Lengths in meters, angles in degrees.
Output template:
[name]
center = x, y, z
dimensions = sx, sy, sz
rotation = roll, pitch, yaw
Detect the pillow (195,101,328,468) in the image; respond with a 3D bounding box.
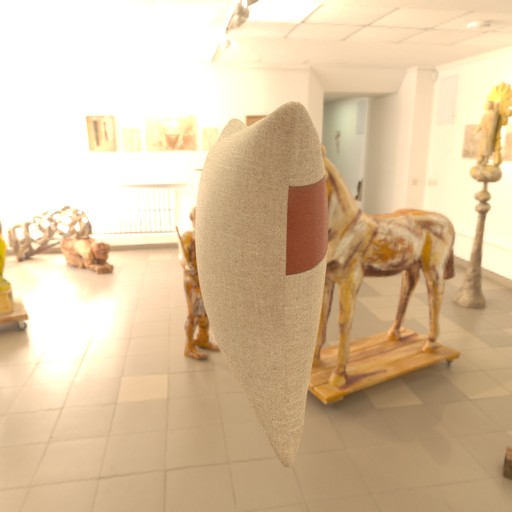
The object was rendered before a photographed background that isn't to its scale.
[pillow]
center = 0.000, 0.000, 0.645
dimensions = 0.173, 0.399, 0.414
rotation = -3, 15, -10
